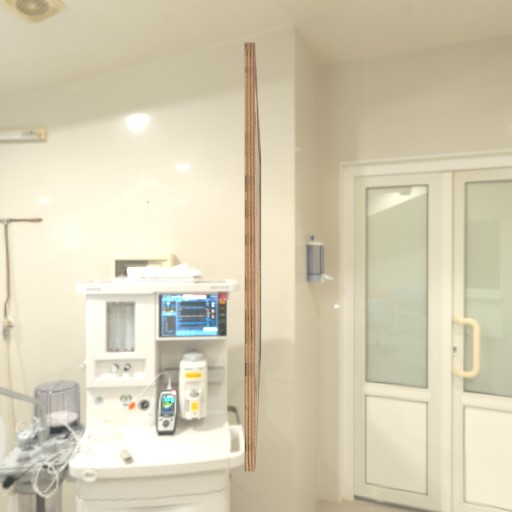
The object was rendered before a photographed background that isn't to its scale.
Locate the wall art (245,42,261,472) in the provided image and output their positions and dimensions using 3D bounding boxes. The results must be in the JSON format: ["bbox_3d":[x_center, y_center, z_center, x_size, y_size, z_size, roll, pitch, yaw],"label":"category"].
[{"bbox_3d":[0.000,0.000,0.675,0.010,0.408,0.508,0,0,1],"label":"wall art"}]
